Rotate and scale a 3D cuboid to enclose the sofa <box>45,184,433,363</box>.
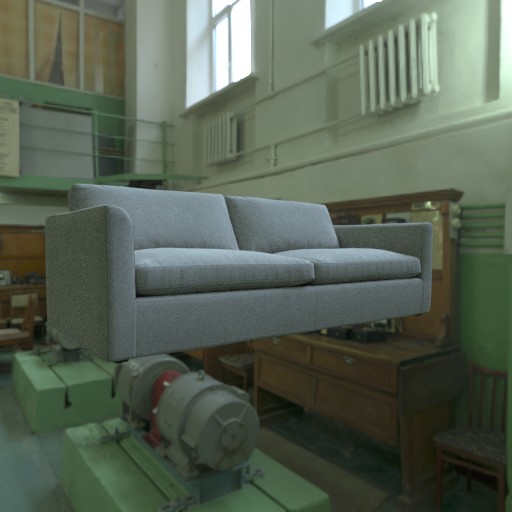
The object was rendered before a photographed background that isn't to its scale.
[{"bbox_3d":[0.000,0.000,2.792,2.588,0.838,1.090,-1,1,-37],"label":"sofa"}]
